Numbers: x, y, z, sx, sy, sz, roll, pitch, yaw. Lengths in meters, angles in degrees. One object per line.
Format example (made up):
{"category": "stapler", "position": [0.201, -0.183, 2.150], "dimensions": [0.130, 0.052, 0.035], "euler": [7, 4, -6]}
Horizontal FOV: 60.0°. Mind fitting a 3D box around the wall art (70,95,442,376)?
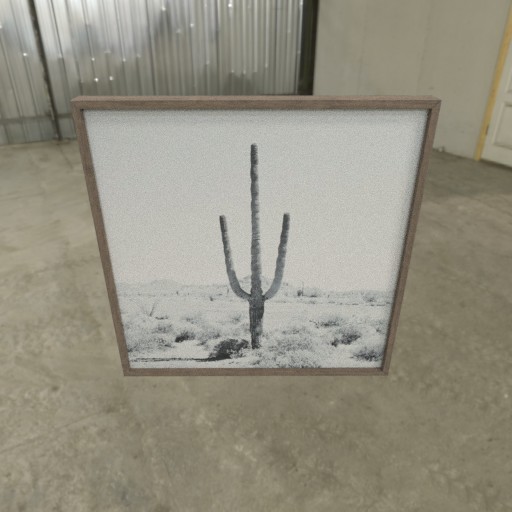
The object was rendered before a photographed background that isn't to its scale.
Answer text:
{"category": "wall art", "position": [0.000, 0.000, 0.746], "dimensions": [0.508, 0.508, 0.038], "euler": [0, 29, 0]}
